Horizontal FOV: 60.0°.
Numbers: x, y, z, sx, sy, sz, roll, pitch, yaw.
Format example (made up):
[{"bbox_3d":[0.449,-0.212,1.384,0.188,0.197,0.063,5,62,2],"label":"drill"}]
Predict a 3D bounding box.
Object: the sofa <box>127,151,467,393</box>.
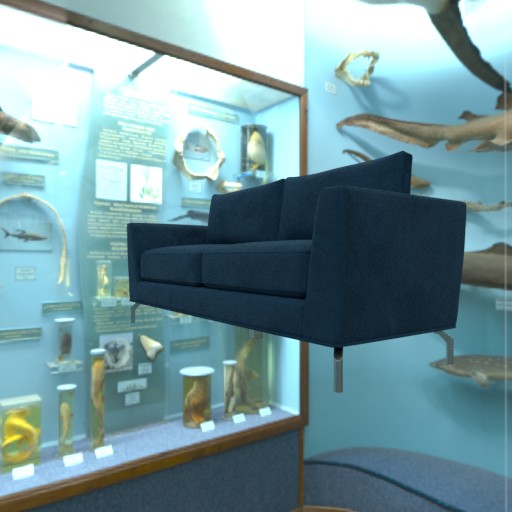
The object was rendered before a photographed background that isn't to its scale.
[{"bbox_3d":[0.000,0.000,2.703,0.853,0.998,2.212,0,0,-36],"label":"sofa"}]
